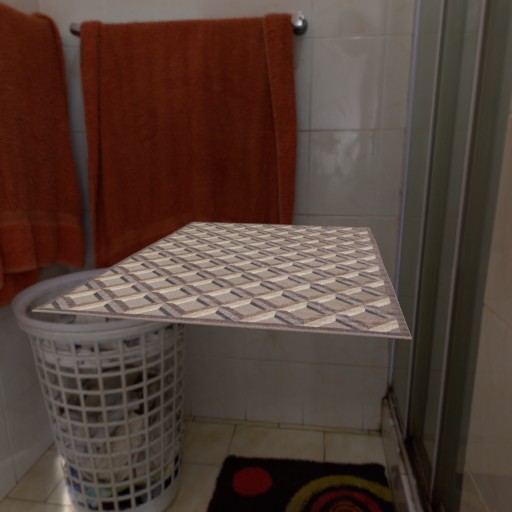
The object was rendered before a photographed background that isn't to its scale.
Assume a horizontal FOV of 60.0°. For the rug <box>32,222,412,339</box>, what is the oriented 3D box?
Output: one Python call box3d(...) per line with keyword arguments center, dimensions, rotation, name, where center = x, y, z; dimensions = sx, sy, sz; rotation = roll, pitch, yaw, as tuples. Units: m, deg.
box3d(center=(0.000, 0.000, 2.881), dimensions=(1.600, 0.013, 2.260), rotation=(3, 15, 10), name="rug")
